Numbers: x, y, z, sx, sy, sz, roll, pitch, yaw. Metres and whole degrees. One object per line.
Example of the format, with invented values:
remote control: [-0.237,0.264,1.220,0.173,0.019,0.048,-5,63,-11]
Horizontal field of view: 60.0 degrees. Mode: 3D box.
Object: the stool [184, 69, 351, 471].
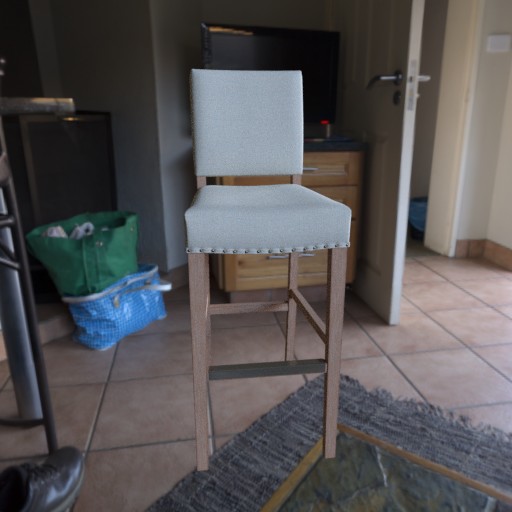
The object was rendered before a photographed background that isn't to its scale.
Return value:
stool: [0.000,0.000,1.408,0.428,1.143,0.546,-2,17,-7]
